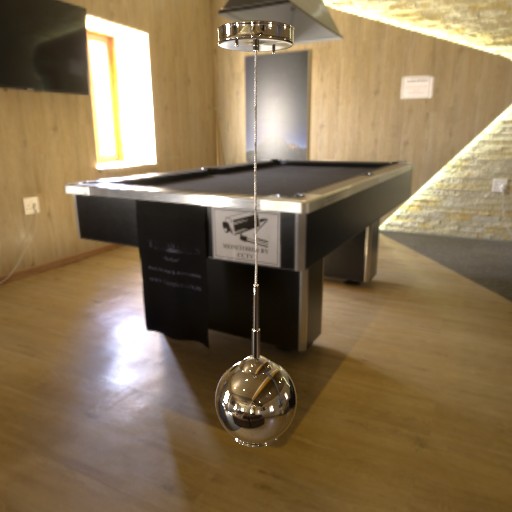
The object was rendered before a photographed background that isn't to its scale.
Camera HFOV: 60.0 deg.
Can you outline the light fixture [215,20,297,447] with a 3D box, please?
[{"bbox_3d":[0.000,0.000,1.657,0.336,1.538,0.336,14,21,41],"label":"light fixture"}]
